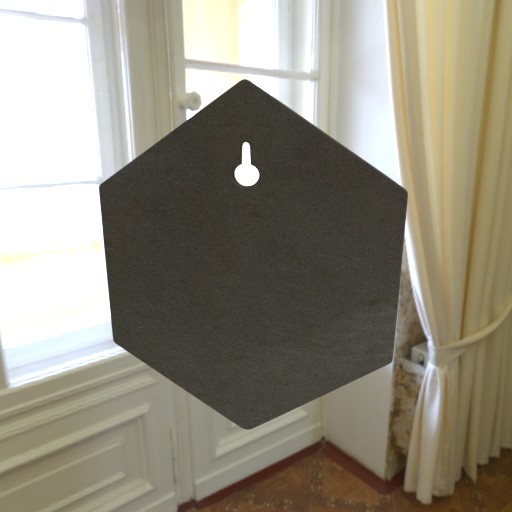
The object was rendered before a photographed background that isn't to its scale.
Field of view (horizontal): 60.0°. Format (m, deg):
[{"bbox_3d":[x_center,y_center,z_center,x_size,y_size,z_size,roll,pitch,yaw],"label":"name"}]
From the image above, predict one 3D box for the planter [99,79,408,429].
[{"bbox_3d":[0.000,0.000,0.287,0.169,0.206,0.077,2,16,8],"label":"planter"}]
